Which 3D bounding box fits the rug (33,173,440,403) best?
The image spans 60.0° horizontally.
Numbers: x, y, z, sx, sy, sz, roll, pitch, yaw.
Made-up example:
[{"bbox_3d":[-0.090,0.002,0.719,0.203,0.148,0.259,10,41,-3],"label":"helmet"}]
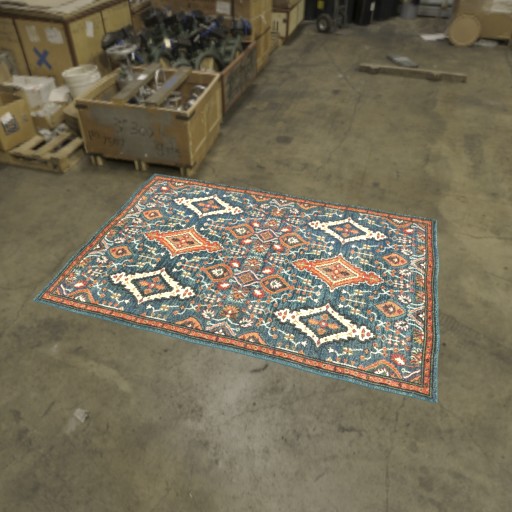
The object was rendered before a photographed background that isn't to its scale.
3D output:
[{"bbox_3d":[0.000,0.000,3.010,2.373,0.009,1.622,11,41,13],"label":"rug"}]
